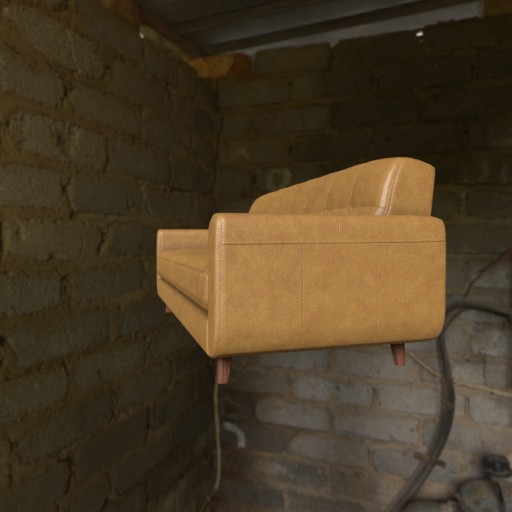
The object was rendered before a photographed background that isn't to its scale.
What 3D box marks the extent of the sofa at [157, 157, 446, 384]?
[{"bbox_3d":[0.000,0.000,2.604,0.980,0.892,2.137,-1,2,-18],"label":"sofa"}]
